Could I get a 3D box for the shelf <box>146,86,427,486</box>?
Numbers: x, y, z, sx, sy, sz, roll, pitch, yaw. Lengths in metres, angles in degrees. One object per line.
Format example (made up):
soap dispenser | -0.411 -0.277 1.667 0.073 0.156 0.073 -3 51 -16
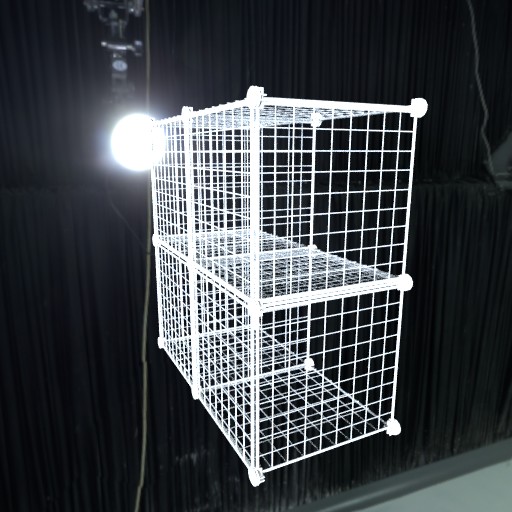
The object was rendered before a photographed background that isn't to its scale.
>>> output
shelf | 0.000 0.000 1.133 0.356 0.711 0.711 -6 14 -26
